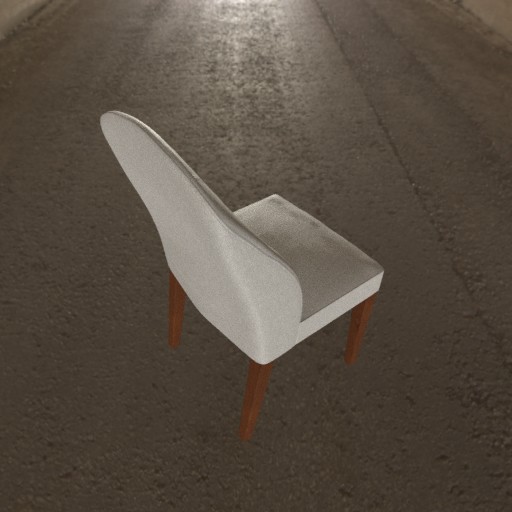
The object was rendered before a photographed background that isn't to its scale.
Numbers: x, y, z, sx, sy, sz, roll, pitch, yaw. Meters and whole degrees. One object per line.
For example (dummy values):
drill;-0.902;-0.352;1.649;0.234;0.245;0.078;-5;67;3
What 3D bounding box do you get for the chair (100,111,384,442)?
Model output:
chair;0.000;0.000;1.189;0.540;0.893;0.472;-27;48;-27
